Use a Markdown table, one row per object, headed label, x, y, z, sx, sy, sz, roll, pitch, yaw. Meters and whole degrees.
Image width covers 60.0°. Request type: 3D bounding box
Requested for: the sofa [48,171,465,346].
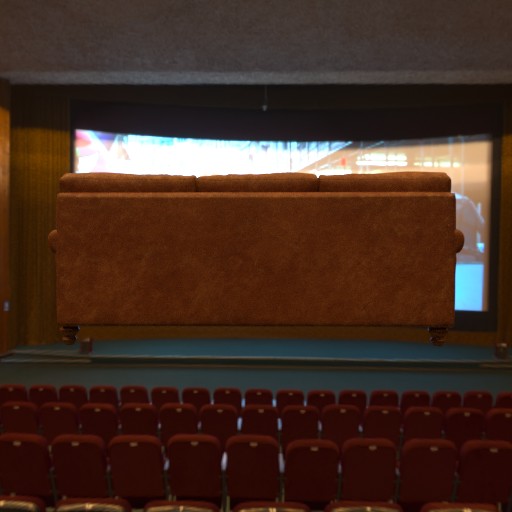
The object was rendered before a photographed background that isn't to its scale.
| label | x | y | z | sx | sy | sz | roll | pitch | yaw |
| --- | --- | --- | --- | --- | --- | --- | --- | --- | --- |
| sofa | 0.000 | 0.000 | 2.851 | 2.351 | 0.977 | 0.973 | 0 | 0 | 1 |
